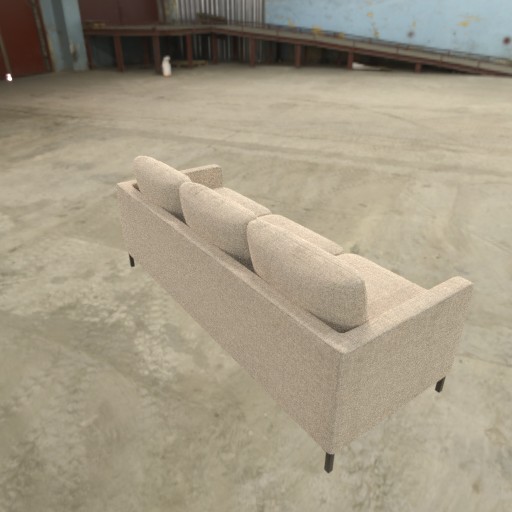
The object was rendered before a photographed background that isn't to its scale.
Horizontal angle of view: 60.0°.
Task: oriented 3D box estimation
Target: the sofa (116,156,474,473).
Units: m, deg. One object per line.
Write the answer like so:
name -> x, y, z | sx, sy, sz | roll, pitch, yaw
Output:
sofa -> 0.000, 0.000, 2.646 | 0.859, 0.874, 2.218 | -19, 34, -31
